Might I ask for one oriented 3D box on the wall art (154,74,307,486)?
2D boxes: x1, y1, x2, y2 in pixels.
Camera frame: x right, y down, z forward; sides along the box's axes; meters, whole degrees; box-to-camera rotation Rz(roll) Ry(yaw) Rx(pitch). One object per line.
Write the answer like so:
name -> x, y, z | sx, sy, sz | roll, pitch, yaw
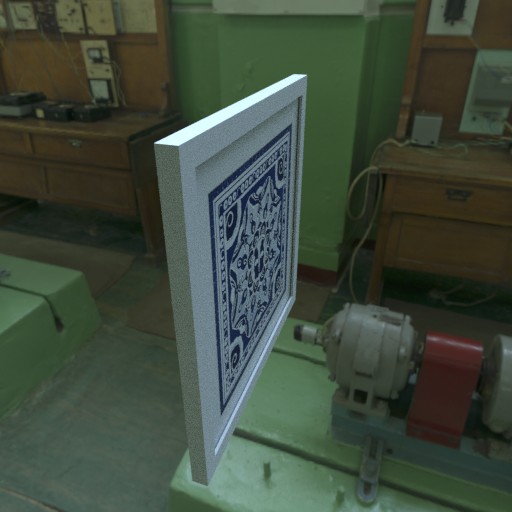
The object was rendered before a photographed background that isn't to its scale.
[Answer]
wall art -> 0.000, 0.000, 0.819 | 0.028, 0.559, 0.559 | 10, 31, 17
